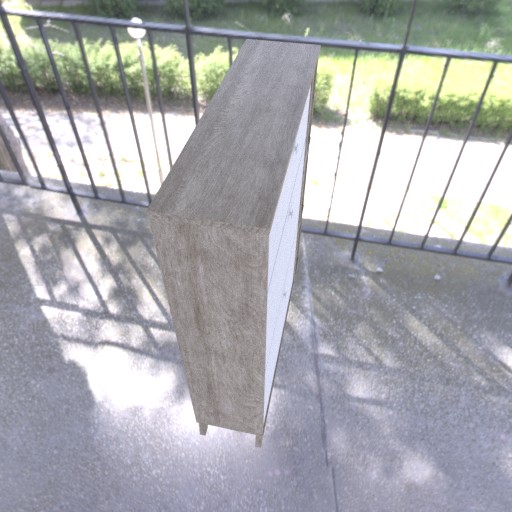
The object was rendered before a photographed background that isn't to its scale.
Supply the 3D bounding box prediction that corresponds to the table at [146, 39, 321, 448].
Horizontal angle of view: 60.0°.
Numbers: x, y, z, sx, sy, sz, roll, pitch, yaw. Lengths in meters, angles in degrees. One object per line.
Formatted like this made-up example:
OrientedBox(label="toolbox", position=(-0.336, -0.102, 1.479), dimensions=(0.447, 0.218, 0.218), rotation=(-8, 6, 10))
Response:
OrientedBox(label="table", position=(0.000, 0.000, 1.581), dimensions=(0.256, 1.135, 0.902), rotation=(9, 47, 8))
